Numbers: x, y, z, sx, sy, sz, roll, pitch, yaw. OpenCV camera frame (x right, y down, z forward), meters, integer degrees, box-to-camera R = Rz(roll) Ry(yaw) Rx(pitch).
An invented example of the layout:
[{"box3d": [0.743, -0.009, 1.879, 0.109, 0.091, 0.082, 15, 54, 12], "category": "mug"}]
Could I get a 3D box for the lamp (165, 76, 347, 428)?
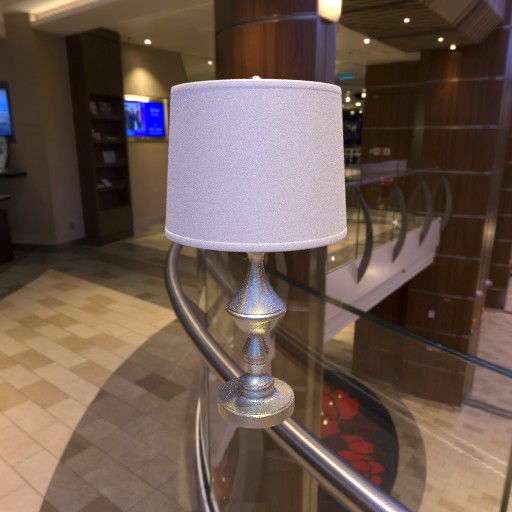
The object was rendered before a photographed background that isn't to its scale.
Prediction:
[{"box3d": [0.000, 0.000, 0.966, 0.383, 0.733, 0.383, 0, 15, 0], "category": "lamp"}]
